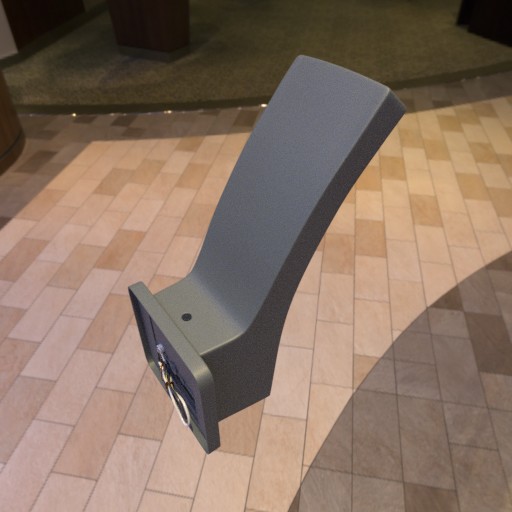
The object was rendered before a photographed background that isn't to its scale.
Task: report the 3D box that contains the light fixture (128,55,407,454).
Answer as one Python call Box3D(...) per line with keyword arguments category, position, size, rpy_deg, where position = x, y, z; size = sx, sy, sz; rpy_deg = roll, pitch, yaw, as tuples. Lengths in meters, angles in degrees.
Box3D(category="light fixture", position=(0.000, 0.000, 0.325), size=(0.174, 0.243, 0.108), rpy_deg=(-25, 46, -27))
